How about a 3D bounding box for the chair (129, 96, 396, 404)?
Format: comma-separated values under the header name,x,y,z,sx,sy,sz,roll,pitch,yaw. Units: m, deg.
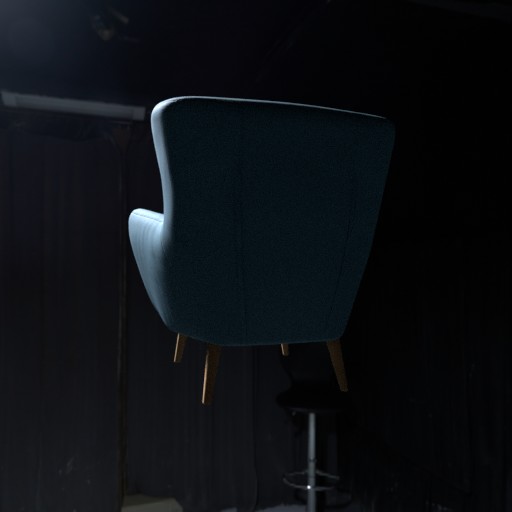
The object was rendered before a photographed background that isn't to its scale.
name,x,y,z,sx,sy,sz,roll,pitch,yaw
chair,0.000,0.000,1.633,0.890,0.889,0.889,0,-1,-17
